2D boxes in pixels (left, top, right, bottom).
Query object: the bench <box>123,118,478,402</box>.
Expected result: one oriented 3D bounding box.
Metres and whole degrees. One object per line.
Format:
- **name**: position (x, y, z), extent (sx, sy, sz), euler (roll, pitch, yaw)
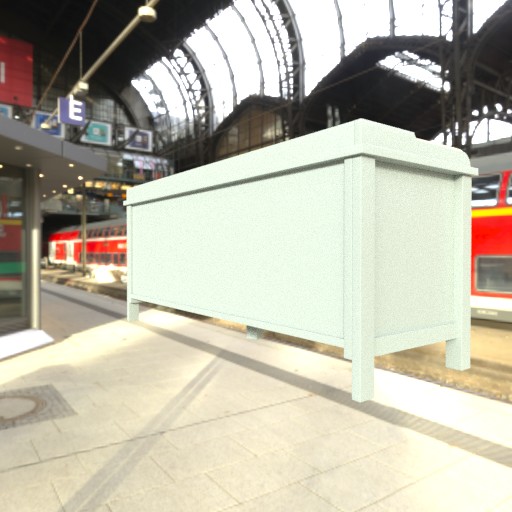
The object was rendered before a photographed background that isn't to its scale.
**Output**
- **bench**: position (0.000, 0.000, 1.338), extent (0.398, 0.501, 1.140), euler (-1, 1, -37)
